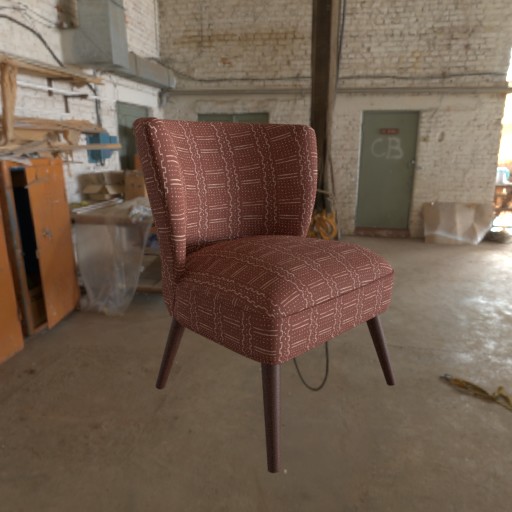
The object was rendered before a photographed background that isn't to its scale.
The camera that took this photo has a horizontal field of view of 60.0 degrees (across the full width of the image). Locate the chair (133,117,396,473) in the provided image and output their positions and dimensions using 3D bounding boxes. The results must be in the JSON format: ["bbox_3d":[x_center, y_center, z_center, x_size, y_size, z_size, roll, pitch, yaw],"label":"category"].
[{"bbox_3d":[0.000,0.000,1.444,0.706,0.866,0.758,-14,20,-43],"label":"chair"}]
